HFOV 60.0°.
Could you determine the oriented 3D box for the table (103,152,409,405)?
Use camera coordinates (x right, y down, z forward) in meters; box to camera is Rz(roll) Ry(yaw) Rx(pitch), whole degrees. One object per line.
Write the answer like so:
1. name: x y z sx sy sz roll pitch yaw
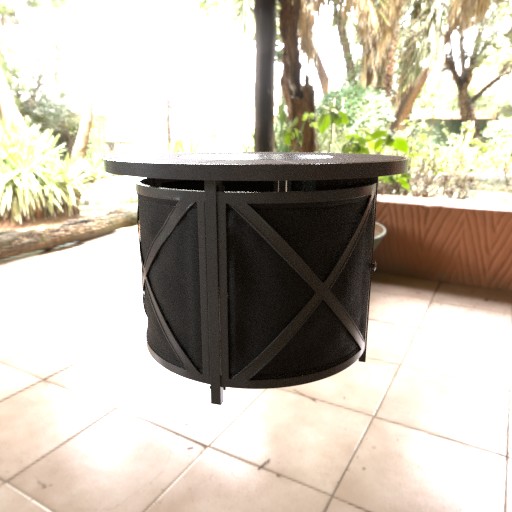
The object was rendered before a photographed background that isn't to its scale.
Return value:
1. table: 0.000 0.000 1.479 0.914 0.650 0.914 0 15 0
